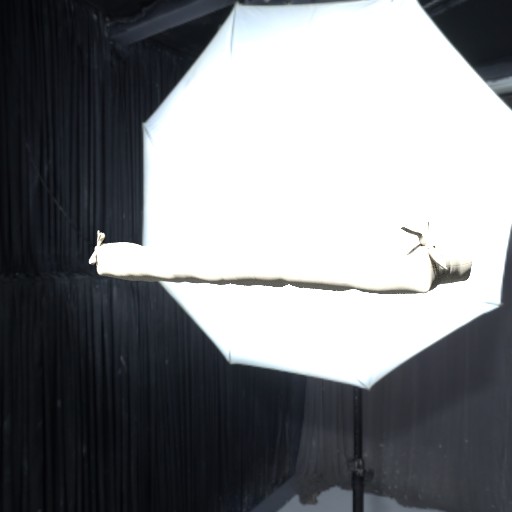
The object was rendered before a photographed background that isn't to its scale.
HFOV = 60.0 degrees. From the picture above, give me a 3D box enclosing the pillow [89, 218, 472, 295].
[{"bbox_3d":[0.000,0.000,1.363,1.194,0.174,0.511,0,1,36],"label":"pillow"}]
